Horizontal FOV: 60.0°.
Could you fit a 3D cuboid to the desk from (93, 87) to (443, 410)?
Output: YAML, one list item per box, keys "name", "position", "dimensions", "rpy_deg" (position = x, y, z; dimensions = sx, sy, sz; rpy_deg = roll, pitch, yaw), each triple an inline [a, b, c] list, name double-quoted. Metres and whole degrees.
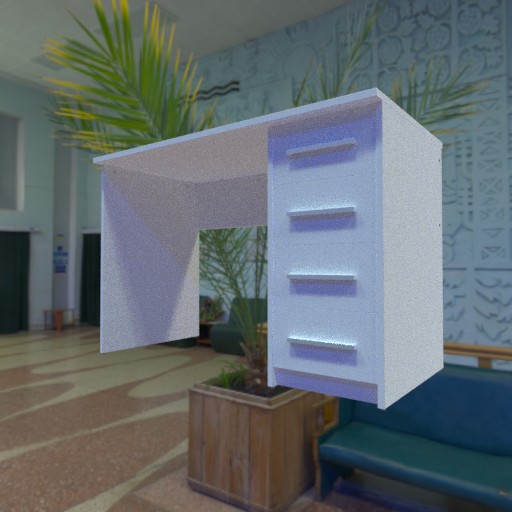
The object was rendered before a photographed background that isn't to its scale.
- name: "desk"
  position: [0.000, 0.000, 1.535]
  dimensions: [1.096, 0.730, 0.560]
  rpy_deg: [-1, -2, 37]
